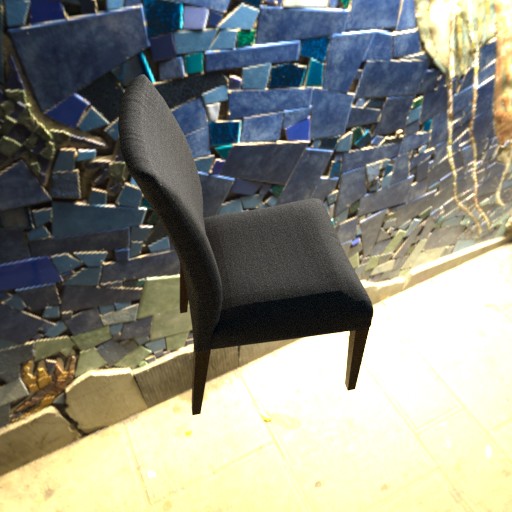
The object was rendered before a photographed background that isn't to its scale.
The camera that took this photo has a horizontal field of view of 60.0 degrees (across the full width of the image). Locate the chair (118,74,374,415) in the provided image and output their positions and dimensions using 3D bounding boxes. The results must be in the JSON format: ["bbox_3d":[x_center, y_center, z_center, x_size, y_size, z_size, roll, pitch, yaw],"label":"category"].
[{"bbox_3d":[0.000,0.000,1.292,0.585,0.940,0.496,-9,47,-8],"label":"chair"}]
